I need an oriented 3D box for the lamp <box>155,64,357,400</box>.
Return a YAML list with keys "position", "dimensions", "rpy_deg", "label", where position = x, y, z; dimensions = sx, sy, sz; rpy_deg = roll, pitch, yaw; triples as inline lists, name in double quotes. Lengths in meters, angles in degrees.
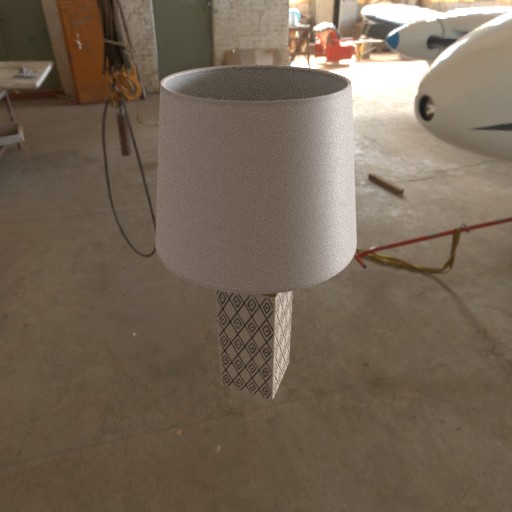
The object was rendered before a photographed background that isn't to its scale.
- position: [0.000, 0.000, 0.580]
  dimensions: [0.251, 0.435, 0.251]
  rpy_deg: [0, 32, 0]
  label: "lamp"
